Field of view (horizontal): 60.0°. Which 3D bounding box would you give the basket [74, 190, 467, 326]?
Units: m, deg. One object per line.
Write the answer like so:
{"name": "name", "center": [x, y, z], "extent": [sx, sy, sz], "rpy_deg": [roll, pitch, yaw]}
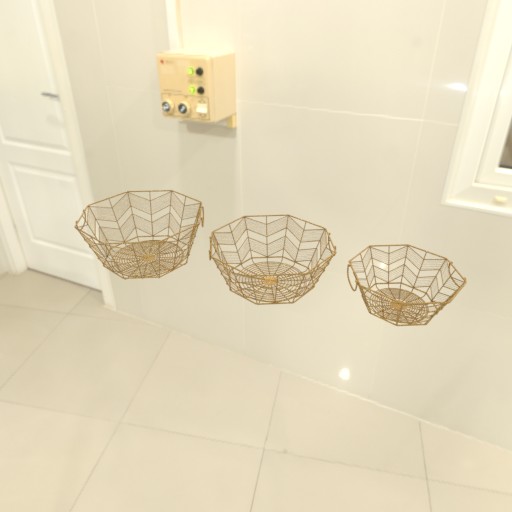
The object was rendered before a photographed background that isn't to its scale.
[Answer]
{"name": "basket", "center": [0.000, 0.000, 1.428], "extent": [1.245, 0.178, 0.432], "rpy_deg": [10, 33, 16]}
